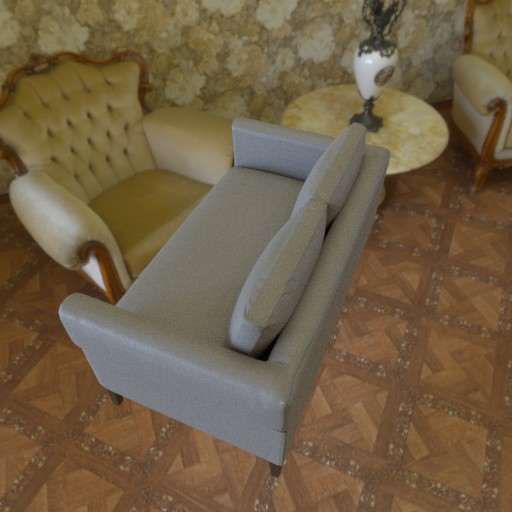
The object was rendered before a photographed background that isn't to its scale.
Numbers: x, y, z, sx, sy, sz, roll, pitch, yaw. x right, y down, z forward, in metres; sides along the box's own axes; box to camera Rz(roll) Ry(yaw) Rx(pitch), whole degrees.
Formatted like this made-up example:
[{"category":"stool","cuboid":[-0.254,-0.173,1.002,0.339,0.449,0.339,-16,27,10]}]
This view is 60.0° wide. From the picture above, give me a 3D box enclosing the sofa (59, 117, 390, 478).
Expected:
[{"category":"sofa","cuboid":[0.000,0.000,2.150,0.899,0.873,1.598,17,48,16]}]
